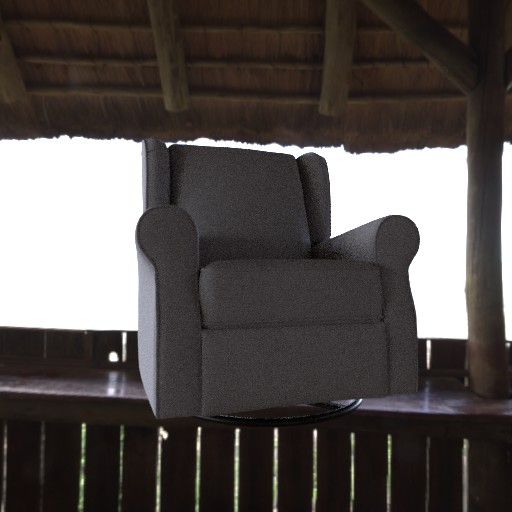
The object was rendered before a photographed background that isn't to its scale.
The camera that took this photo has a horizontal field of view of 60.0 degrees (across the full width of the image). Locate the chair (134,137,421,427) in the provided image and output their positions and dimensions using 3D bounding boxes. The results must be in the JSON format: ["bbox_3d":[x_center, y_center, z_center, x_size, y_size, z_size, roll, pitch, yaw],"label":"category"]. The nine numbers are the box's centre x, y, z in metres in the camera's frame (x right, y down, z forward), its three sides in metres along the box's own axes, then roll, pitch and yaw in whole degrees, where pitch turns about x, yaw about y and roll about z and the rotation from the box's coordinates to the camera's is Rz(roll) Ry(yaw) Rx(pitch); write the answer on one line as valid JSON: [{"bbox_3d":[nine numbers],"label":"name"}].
[{"bbox_3d":[0.000,0.000,1.646,0.906,0.966,0.854,1,-2,-18],"label":"chair"}]
